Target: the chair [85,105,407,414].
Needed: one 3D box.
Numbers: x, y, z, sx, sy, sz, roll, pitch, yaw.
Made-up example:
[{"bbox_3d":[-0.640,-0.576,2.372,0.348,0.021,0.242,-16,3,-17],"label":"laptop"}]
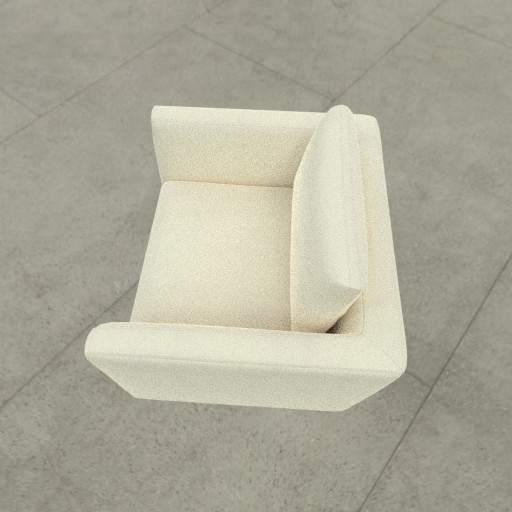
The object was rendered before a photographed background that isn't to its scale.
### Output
[{"bbox_3d":[0.000,0.000,1.667,0.889,0.865,1.041,3,58,2],"label":"chair"}]
